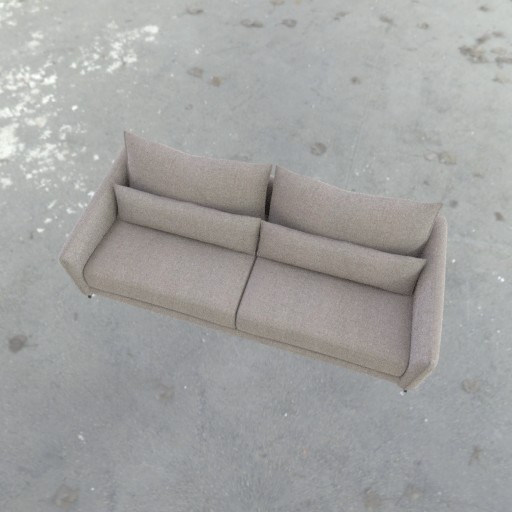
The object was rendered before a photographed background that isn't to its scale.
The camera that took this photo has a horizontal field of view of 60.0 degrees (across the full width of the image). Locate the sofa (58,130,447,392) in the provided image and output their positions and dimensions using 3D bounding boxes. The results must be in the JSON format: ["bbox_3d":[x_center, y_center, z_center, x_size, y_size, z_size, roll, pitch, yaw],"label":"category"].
[{"bbox_3d":[0.000,0.000,2.467,2.022,0.833,0.809,15,59,9],"label":"sofa"}]
